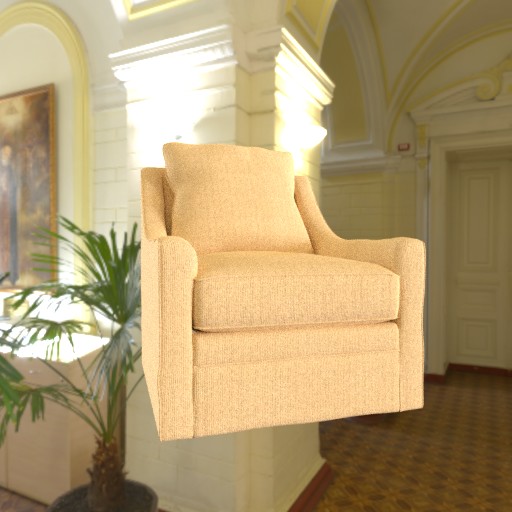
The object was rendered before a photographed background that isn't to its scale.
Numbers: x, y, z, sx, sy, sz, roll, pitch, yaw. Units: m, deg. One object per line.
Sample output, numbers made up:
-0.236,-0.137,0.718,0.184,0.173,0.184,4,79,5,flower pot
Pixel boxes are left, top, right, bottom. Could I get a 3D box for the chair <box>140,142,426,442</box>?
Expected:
0.000,0.000,1.564,0.760,0.927,0.876,0,1,-18,chair
